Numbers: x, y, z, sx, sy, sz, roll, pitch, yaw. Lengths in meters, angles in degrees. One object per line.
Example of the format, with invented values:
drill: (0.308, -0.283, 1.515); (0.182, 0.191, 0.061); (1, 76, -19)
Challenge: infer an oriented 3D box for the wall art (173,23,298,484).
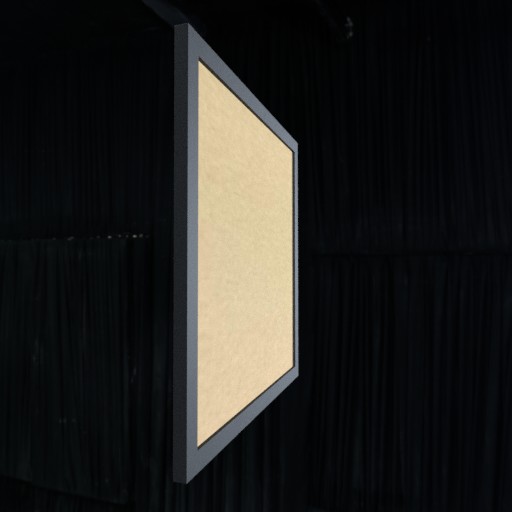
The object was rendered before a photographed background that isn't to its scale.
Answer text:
wall art: (0.000, 0.000, 0.513); (0.012, 0.357, 0.358); (-1, -2, 19)
